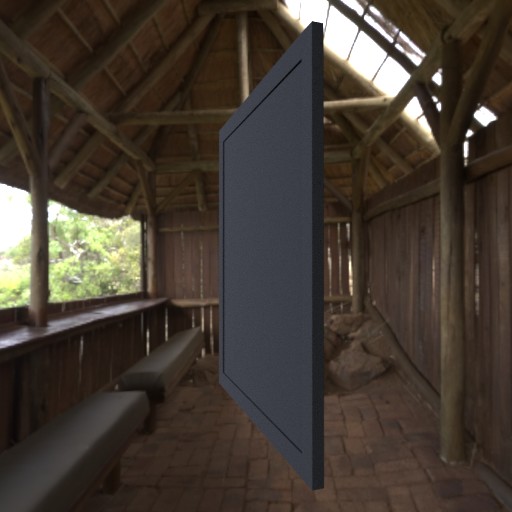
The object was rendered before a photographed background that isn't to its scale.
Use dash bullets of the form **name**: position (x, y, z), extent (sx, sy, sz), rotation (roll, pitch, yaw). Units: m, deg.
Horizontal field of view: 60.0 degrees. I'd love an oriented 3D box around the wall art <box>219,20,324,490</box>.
- **wall art**: position (0.000, 0.000, 0.490), extent (0.010, 0.361, 0.311), rotation (0, 0, -18)
